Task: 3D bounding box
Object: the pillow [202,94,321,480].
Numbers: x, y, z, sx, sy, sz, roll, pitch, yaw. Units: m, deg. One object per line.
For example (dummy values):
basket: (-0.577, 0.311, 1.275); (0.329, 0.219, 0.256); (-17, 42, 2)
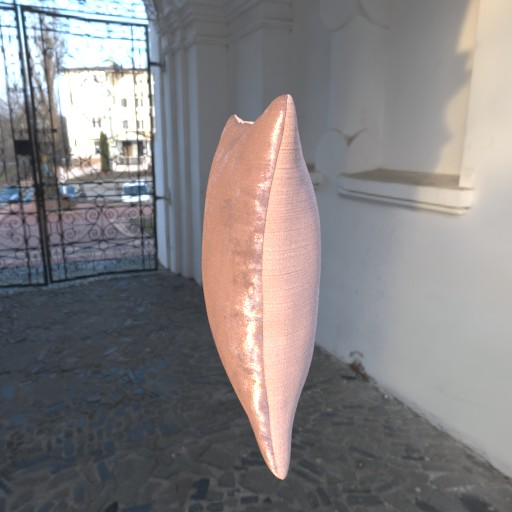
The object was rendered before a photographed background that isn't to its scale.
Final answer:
pillow: (0.000, 0.000, 0.722); (0.175, 0.464, 0.470); (-2, 15, -8)
